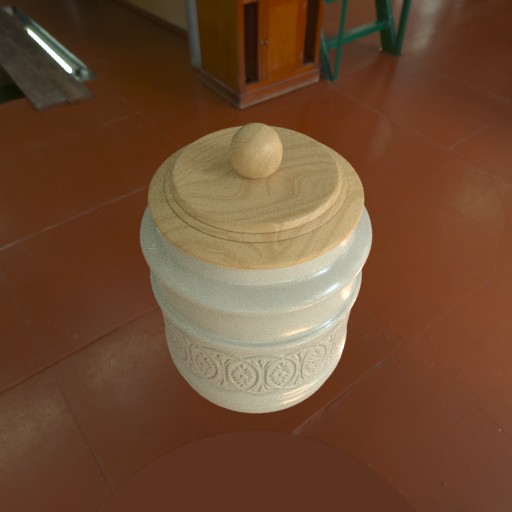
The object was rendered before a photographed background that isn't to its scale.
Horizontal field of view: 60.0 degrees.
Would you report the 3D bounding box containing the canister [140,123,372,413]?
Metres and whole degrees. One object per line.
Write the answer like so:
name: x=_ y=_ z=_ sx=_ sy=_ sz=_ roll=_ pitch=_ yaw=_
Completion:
canister: x=0.000 y=0.000 z=0.273 sx=0.130 sy=0.176 sz=0.130 roll=0 pitch=47 yaw=0
